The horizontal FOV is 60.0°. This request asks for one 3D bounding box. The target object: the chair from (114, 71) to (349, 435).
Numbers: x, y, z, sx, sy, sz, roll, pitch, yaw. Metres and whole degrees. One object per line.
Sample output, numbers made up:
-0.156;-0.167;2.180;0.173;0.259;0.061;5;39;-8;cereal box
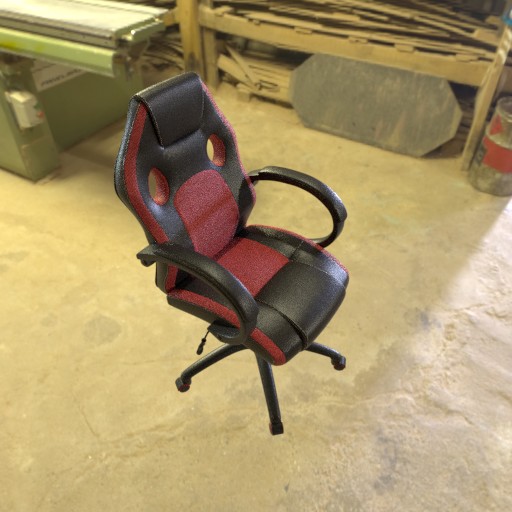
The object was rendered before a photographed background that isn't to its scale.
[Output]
0.000;0.000;1.693;0.783;1.189;0.750;24;46;26;chair
